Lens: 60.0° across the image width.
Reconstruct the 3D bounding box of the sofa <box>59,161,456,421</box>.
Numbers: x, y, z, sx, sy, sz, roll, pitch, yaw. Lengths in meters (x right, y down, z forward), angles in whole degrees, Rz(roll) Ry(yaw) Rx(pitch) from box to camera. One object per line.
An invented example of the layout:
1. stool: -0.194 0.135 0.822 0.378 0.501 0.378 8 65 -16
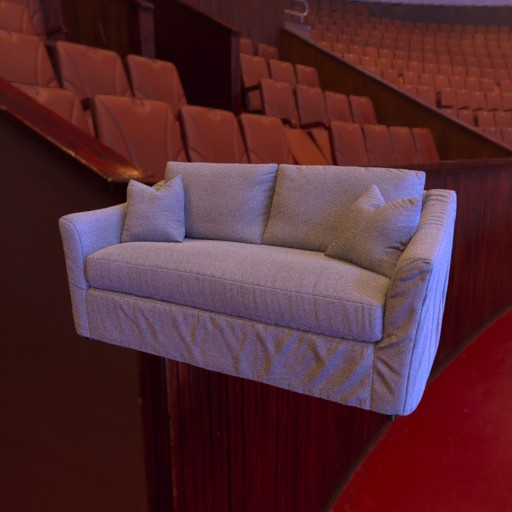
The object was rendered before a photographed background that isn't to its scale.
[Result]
1. sofa: 0.000 0.000 2.546 2.010 1.018 1.072 7 16 26
